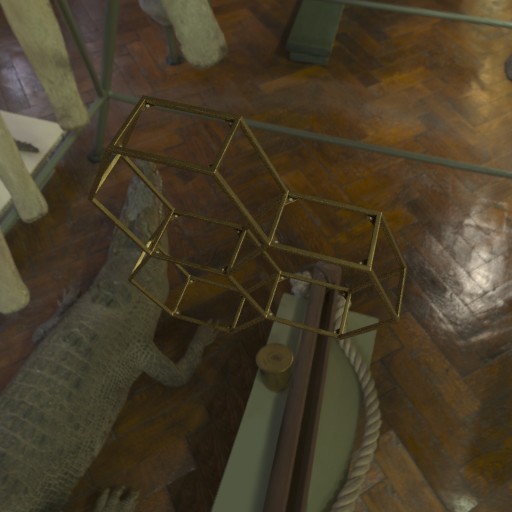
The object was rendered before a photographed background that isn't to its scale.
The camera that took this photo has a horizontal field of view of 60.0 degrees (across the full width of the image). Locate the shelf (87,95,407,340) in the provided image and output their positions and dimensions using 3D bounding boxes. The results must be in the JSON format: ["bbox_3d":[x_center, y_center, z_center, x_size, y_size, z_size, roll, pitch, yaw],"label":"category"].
[{"bbox_3d":[0.000,0.000,1.076,0.708,0.701,0.150,15,59,9],"label":"shelf"}]
